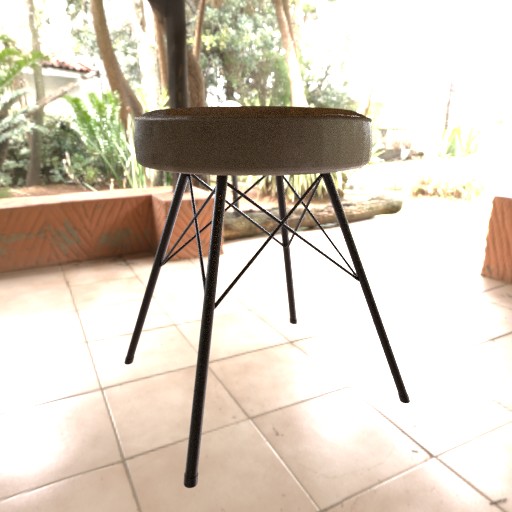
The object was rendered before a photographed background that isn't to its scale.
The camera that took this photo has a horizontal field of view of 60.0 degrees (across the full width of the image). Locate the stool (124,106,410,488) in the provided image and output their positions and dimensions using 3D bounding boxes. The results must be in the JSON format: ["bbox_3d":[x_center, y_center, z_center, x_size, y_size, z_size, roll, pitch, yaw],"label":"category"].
[{"bbox_3d":[0.000,0.000,0.851,0.457,0.538,0.423,-9,19,-27],"label":"stool"}]
